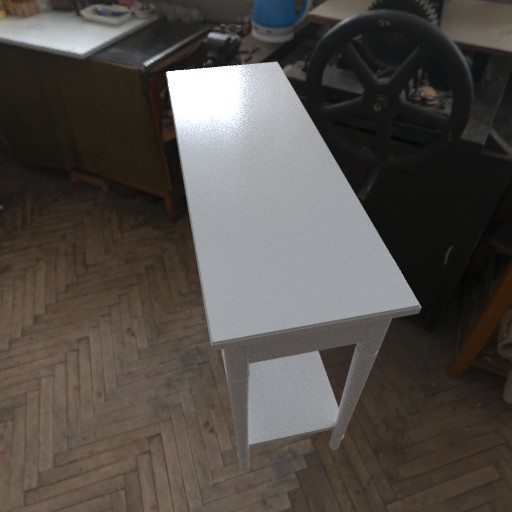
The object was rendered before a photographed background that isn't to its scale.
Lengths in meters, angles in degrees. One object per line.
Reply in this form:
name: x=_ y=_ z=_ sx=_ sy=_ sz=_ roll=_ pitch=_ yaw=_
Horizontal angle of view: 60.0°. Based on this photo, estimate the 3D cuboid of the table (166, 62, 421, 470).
table: x=0.000 y=0.000 z=1.396 sx=0.381 sy=0.749 sz=1.067 roll=-9 pitch=47 yaw=-8
